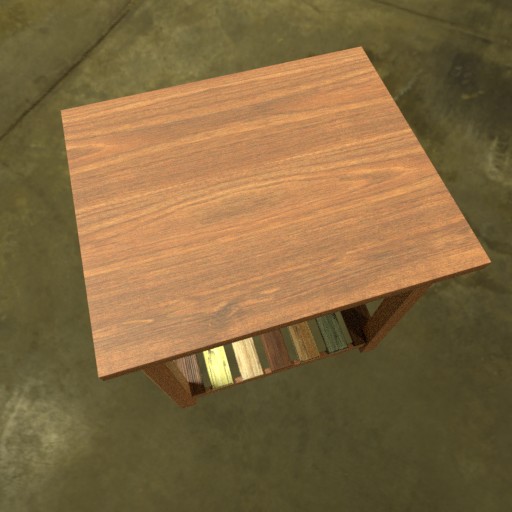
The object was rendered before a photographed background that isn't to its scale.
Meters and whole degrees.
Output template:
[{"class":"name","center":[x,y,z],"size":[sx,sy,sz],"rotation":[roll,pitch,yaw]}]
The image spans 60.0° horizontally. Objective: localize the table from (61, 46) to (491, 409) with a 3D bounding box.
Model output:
[{"class":"table","center":[0.000,0.000,1.108],"size":[0.660,0.635,0.559],"rotation":[-15,64,-8]}]
